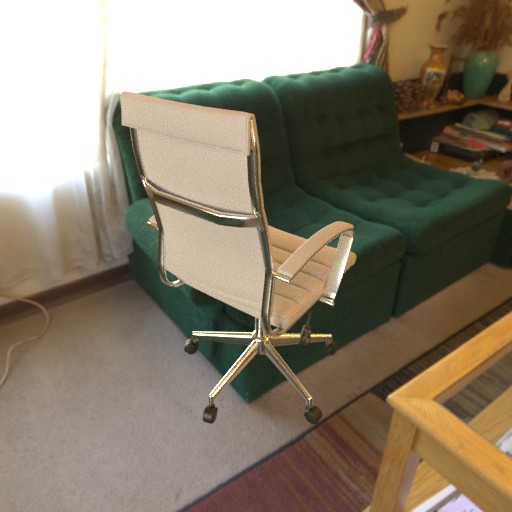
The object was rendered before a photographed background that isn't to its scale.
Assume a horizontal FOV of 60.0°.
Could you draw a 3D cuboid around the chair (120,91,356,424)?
[{"bbox_3d":[0.000,0.000,1.562,0.679,1.149,0.667,21,37,31],"label":"chair"}]
